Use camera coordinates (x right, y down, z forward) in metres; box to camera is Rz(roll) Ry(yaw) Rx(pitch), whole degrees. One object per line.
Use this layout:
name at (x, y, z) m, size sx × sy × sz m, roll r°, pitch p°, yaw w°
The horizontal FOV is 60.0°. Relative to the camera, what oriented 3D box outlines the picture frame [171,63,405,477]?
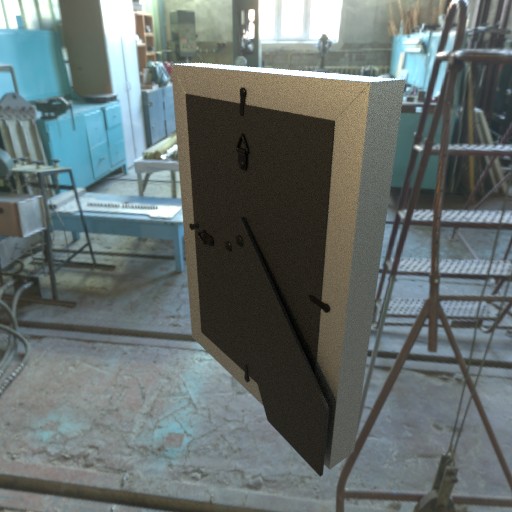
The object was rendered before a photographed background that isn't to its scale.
picture frame at (0.000, 0.000, 0.268) m, size 0.028 × 0.208 × 0.157 m, roll -18°, pitch 32°, yaw -33°
